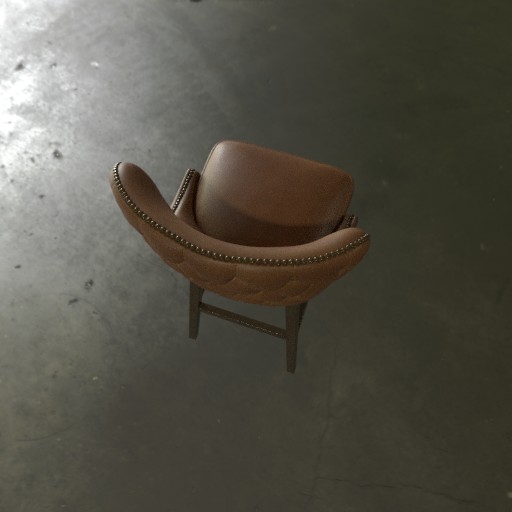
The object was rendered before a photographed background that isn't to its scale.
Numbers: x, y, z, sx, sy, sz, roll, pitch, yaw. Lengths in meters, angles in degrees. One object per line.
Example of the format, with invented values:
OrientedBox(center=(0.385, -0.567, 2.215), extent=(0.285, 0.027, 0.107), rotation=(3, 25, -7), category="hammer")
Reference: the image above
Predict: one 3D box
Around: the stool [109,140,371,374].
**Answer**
OrientedBox(center=(0.000, 0.000, 1.456), extent=(0.591, 1.087, 0.606), rotation=(17, 65, 8), category="stool")
